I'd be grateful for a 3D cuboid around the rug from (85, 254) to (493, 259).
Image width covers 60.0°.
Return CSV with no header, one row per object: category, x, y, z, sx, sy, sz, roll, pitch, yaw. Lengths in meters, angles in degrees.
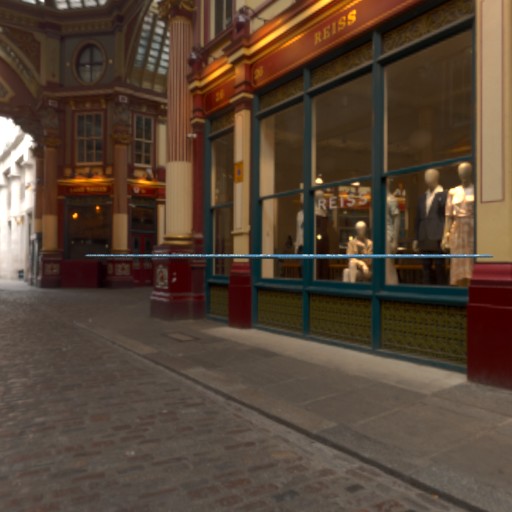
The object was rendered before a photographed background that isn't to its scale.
rug,0.000,0.000,2.299,1.211,0.012,1.833,0,0,-37
